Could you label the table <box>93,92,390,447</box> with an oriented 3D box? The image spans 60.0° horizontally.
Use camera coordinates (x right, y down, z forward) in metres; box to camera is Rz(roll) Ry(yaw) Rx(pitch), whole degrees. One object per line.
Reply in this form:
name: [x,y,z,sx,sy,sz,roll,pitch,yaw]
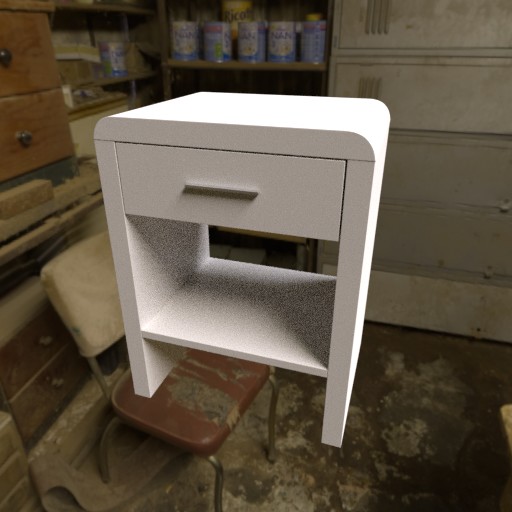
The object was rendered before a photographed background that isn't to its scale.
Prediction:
table: [0.000,0.000,0.917,0.450,0.590,0.350,8,28,16]
